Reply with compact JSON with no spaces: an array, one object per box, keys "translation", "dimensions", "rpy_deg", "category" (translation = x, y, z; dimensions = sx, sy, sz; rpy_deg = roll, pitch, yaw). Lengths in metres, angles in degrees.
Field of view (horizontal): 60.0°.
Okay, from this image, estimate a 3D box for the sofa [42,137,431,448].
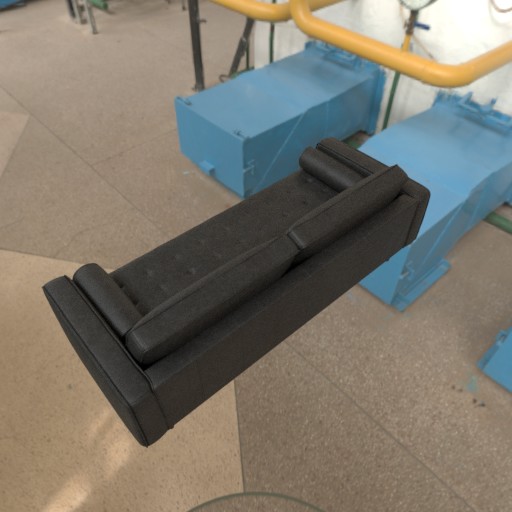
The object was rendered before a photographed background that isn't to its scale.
[{"translation":[0.000,0.000,2.661],"dimensions":[2.210,0.762,0.914],"rpy_deg":[-32,54,-27],"category":"sofa"}]
